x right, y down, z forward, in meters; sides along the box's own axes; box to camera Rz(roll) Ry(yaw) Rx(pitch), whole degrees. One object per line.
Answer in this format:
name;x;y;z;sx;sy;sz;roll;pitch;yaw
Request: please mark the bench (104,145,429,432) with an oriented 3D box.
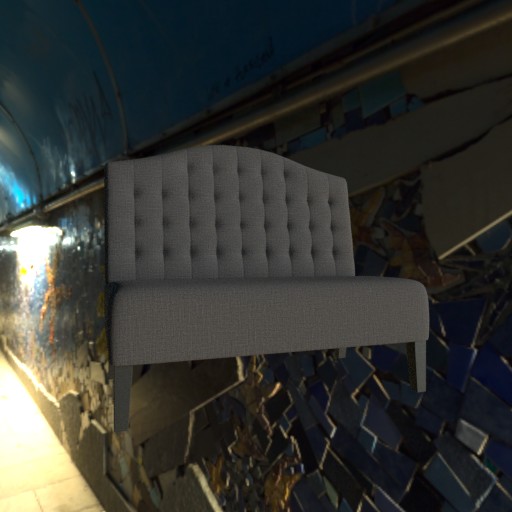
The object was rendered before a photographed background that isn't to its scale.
bench;0.000;0.000;2.070;1.335;1.180;0.815;0;0;-20
